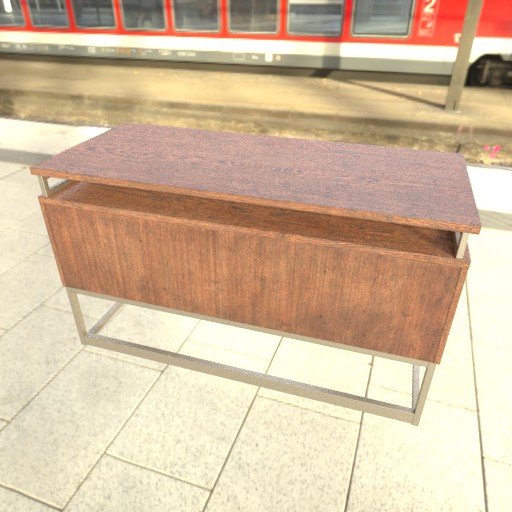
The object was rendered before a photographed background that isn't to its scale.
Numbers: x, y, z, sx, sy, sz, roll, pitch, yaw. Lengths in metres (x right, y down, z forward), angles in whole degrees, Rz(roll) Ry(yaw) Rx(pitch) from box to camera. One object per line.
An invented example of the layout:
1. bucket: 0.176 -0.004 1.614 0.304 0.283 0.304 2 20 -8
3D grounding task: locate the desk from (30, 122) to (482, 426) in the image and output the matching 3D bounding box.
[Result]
1. desk: 0.000 0.000 1.748 1.384 0.792 0.610 9 33 15
